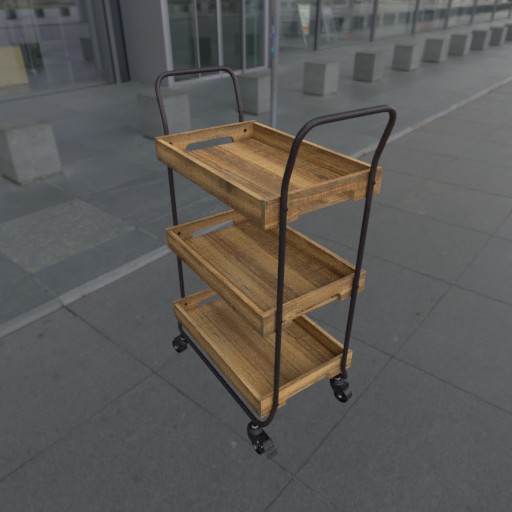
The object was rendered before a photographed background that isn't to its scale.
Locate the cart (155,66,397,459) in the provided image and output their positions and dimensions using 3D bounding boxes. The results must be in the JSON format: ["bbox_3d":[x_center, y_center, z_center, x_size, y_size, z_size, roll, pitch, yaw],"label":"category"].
[{"bbox_3d":[0.000,0.000,1.173,0.339,0.857,0.583,-20,36,-29],"label":"cart"}]
